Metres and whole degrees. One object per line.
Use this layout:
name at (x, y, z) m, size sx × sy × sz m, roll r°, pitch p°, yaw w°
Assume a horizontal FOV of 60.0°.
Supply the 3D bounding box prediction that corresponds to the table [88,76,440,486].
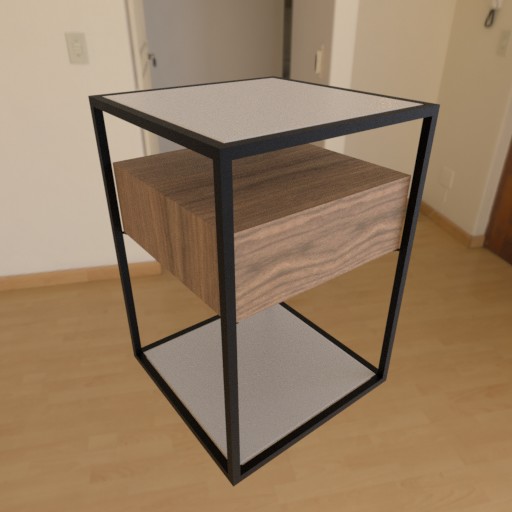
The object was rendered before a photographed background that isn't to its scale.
table at (0.000, 0.000, 0.800) m, size 0.378 × 0.540 × 0.378 m, roll -20°, pitch 35°, yaw -32°
